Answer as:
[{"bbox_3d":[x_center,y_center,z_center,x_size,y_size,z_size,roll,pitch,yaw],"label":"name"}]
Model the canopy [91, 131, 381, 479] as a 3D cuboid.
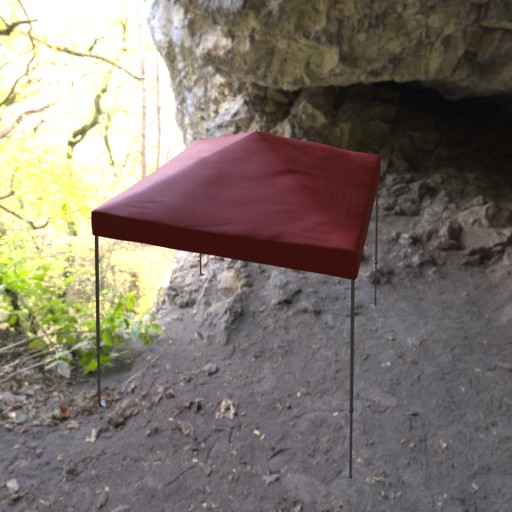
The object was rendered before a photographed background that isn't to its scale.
[{"bbox_3d":[0.000,0.000,5.057,2.849,2.849,2.848,9,33,15],"label":"canopy"}]
